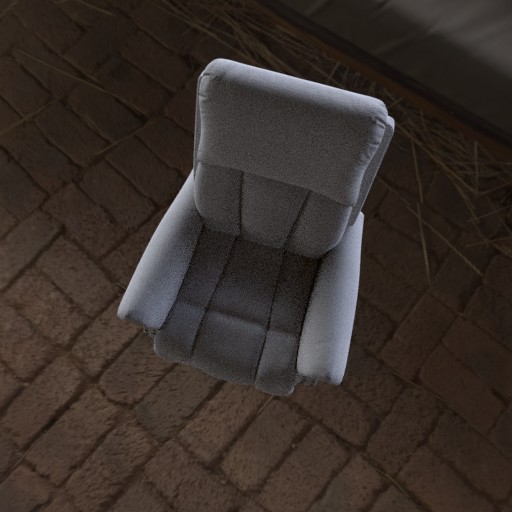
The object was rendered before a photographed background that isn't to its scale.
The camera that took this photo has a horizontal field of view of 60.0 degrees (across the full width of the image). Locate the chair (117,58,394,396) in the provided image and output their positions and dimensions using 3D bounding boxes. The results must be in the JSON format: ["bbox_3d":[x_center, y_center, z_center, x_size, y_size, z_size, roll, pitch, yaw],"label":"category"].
[{"bbox_3d":[0.000,0.000,1.736,0.871,1.031,0.979,16,76,4],"label":"chair"}]
